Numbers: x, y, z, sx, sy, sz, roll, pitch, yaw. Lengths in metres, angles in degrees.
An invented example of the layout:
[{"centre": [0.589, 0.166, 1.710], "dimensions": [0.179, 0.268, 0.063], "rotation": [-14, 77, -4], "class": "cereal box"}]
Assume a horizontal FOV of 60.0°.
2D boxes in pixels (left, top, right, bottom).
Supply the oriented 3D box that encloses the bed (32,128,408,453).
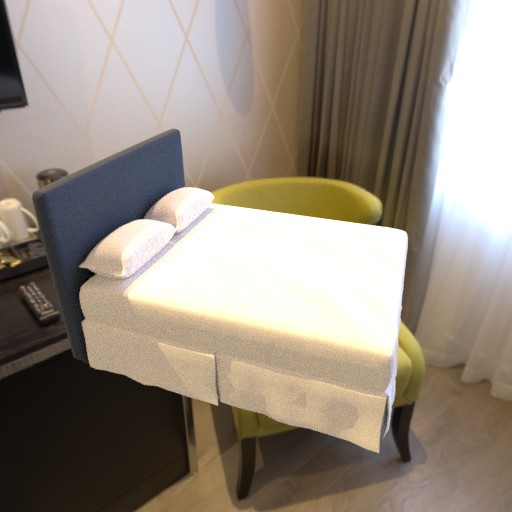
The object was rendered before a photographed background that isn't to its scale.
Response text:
[{"centre": [0.000, 0.000, 3.196], "dimensions": [2.162, 1.330, 1.713], "rotation": [10, 31, 17], "class": "bed"}]
